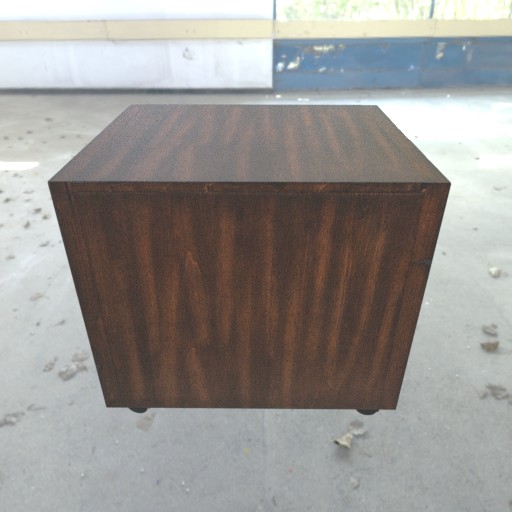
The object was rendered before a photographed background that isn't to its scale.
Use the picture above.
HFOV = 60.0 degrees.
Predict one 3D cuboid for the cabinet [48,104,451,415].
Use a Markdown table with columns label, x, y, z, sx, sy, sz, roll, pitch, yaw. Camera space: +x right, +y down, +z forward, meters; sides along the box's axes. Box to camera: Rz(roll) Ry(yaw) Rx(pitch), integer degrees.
| label | x | y | z | sx | sy | sz | roll | pitch | yaw |
| --- | --- | --- | --- | --- | --- | --- | --- | --- | --- |
| cabinet | 0.000 | 0.000 | 0.822 | 0.500 | 0.455 | 0.402 | 0 | 32 | 0 |
